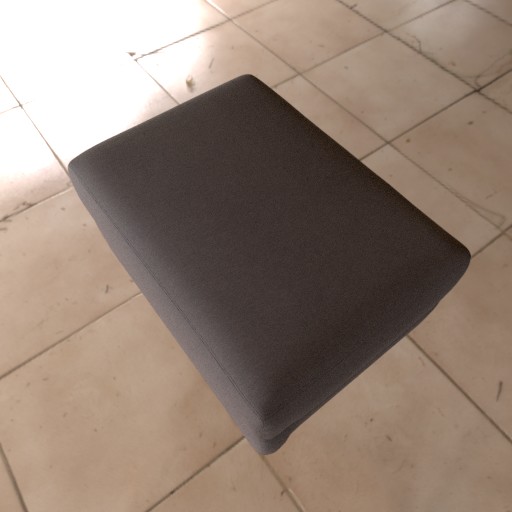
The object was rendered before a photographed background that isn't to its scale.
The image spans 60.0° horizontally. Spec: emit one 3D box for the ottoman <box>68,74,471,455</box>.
[{"bbox_3d":[0.000,0.000,1.128,0.574,0.497,0.773,-33,63,-19],"label":"ottoman"}]
